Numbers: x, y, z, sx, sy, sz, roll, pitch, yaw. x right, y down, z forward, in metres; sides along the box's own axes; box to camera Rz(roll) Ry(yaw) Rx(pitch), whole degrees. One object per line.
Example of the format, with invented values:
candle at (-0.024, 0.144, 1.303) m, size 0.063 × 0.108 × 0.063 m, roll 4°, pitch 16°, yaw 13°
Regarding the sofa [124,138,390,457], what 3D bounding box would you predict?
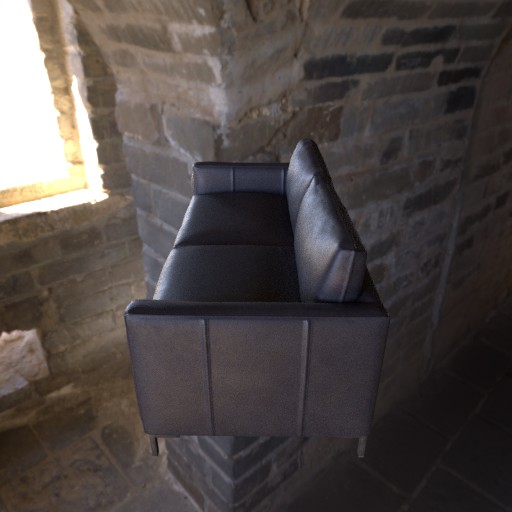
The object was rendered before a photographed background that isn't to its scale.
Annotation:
sofa at (0.000, 0.000, 2.287) m, size 0.947 × 0.883 × 1.805 m, roll -1°, pitch 28°, yaw -2°
